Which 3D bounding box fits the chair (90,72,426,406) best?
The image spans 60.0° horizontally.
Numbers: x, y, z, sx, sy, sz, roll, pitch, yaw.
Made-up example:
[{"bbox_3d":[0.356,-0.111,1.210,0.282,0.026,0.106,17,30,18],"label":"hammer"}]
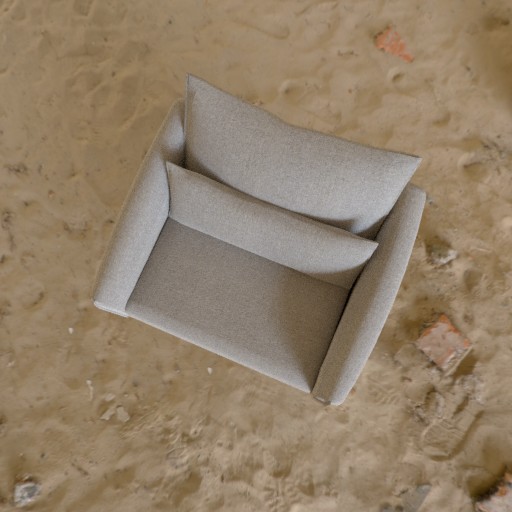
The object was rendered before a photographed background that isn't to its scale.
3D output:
[{"bbox_3d":[0.000,0.000,1.665,1.029,0.856,0.801,22,77,5],"label":"chair"}]
